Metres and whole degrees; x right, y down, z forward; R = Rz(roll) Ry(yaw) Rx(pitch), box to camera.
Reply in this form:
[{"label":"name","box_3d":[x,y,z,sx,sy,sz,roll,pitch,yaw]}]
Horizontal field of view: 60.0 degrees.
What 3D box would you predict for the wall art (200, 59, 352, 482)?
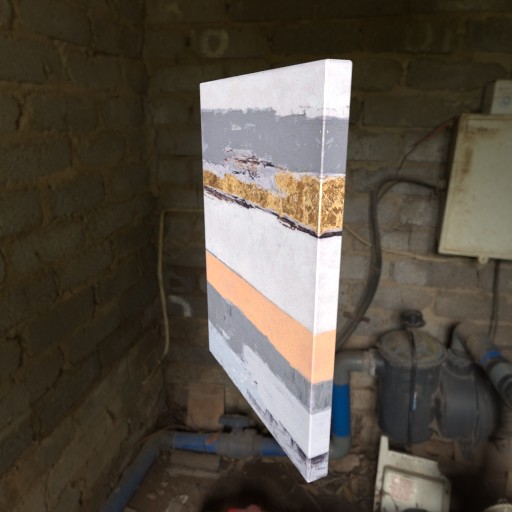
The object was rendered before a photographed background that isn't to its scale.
[{"label":"wall art","box_3d":[0.000,0.000,0.803,0.038,0.609,0.456,-8,19,-24]}]
